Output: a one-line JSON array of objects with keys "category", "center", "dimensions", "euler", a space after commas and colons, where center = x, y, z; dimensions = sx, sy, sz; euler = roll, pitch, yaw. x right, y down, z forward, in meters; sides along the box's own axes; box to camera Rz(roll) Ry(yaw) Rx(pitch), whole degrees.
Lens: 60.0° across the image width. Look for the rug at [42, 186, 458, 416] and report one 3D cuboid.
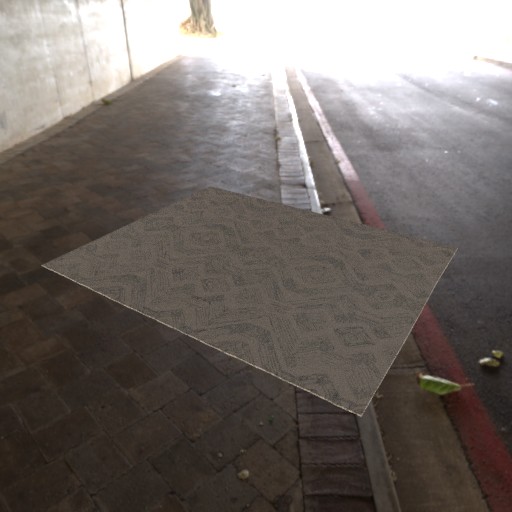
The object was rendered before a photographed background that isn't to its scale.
[{"category": "rug", "center": [0.000, 0.000, 4.113], "dimensions": [3.054, 0.030, 2.430], "euler": [18, 34, 29]}]
